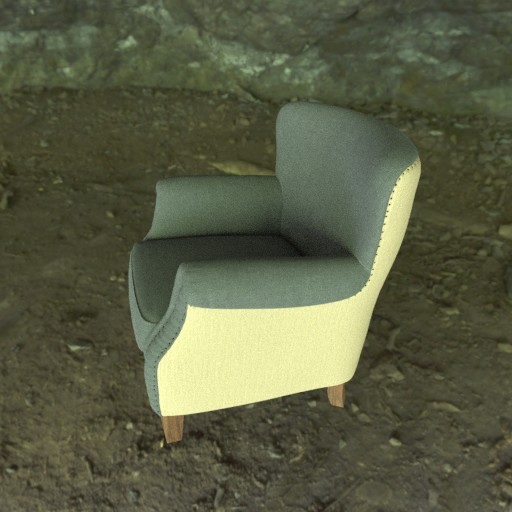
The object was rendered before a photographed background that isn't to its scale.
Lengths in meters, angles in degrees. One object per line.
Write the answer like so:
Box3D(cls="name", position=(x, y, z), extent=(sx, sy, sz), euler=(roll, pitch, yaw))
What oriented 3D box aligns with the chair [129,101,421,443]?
Box3D(cls="chair", position=(0.000, 0.000, 1.606), extent=(0.921, 0.936, 0.861), euler=(-8, 31, -14))
